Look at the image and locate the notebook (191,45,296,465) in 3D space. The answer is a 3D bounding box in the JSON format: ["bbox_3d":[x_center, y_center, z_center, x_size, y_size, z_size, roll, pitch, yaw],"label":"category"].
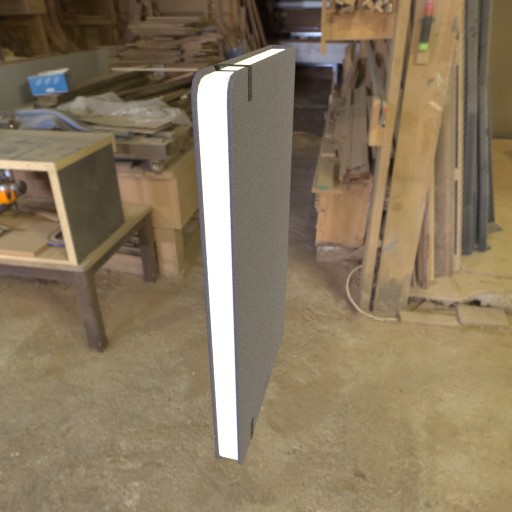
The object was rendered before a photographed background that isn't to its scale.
[{"bbox_3d":[0.000,0.000,0.257,0.016,0.213,0.127,7,30,13],"label":"notebook"}]
